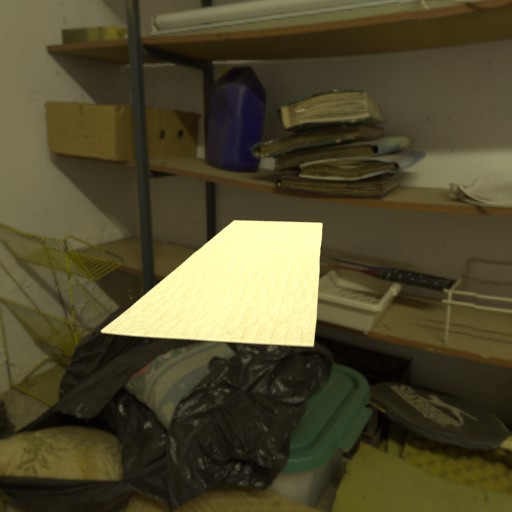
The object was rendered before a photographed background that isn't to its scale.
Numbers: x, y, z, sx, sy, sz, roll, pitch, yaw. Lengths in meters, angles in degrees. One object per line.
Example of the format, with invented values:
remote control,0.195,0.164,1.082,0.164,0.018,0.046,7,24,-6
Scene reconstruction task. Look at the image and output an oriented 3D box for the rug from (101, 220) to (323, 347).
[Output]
rug,0.000,0.000,2.745,0.793,0.014,2.450,2,14,9
